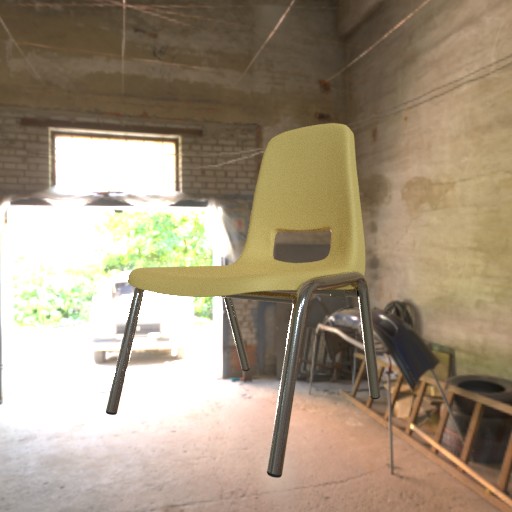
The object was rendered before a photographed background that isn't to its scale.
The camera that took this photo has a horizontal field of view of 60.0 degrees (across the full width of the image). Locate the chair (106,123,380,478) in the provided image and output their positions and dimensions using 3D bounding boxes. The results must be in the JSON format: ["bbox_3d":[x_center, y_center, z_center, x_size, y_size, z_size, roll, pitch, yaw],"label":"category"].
[{"bbox_3d":[0.000,0.000,0.788,0.354,0.536,0.385,1,1,37],"label":"chair"}]
